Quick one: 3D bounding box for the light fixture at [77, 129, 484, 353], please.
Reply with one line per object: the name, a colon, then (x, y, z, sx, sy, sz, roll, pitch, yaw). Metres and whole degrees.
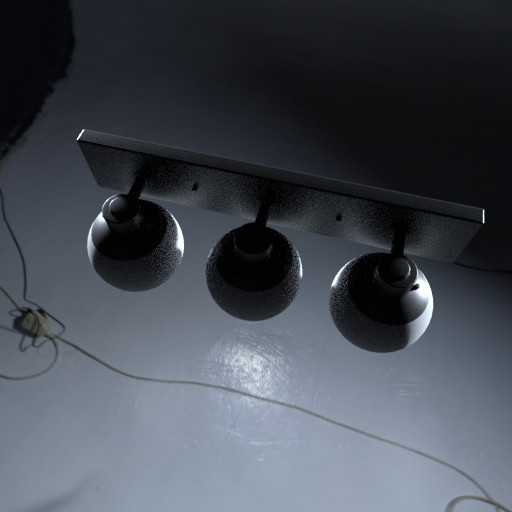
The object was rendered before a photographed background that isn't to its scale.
light fixture: (0.000, 0.000, 0.837, 0.721, 0.263, 0.218, 13, 60, 7)
